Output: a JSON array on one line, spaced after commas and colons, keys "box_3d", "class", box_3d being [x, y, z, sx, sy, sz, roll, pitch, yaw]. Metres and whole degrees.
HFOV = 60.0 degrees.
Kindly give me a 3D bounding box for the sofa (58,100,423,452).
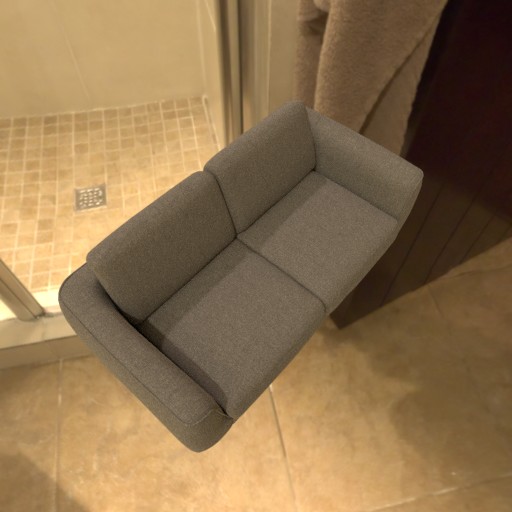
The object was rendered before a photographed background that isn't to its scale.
[{"box_3d": [0.000, 0.000, 2.208, 0.920, 0.870, 1.700, 36, 63, 22], "class": "sofa"}]
